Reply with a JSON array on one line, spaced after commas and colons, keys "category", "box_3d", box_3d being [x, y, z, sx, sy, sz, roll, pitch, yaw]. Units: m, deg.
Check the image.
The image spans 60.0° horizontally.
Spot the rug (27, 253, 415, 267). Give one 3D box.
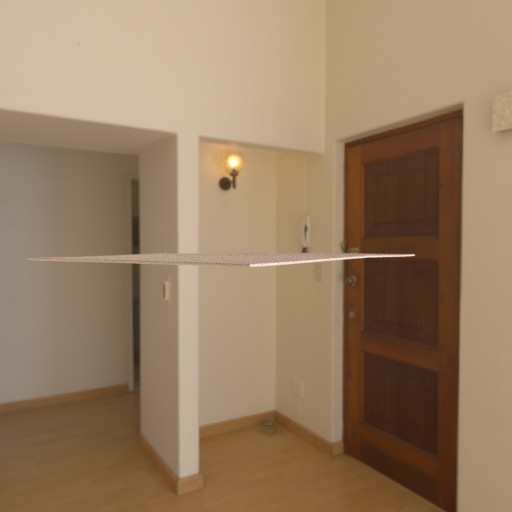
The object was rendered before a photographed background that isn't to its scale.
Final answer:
[{"category": "rug", "box_3d": [0.000, 0.000, 2.299, 1.154, 0.021, 1.792, 1, 2, 34]}]
